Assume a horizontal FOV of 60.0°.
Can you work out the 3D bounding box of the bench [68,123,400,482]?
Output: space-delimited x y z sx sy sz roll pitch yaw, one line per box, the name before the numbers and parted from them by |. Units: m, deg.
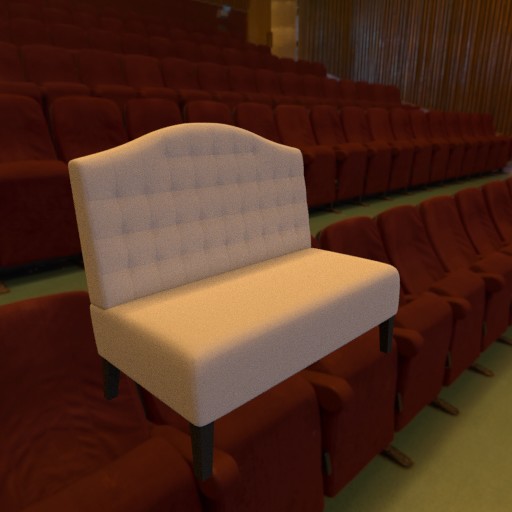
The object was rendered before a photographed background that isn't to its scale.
bench | 0.000 0.000 2.047 0.815 1.180 1.335 16 22 43
